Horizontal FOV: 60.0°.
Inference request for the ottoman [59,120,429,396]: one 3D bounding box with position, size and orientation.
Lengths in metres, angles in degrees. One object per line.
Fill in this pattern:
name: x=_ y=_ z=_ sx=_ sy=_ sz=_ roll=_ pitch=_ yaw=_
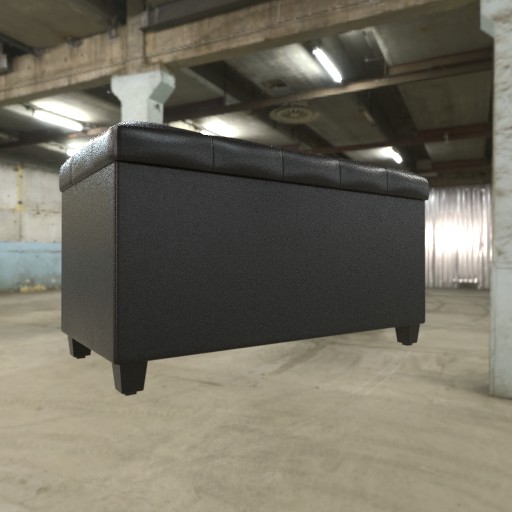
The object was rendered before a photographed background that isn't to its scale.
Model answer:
ottoman: x=0.000 y=0.000 z=1.097 sx=0.838 sy=0.470 sz=0.432 roll=0 pitch=-1 yaw=-35
